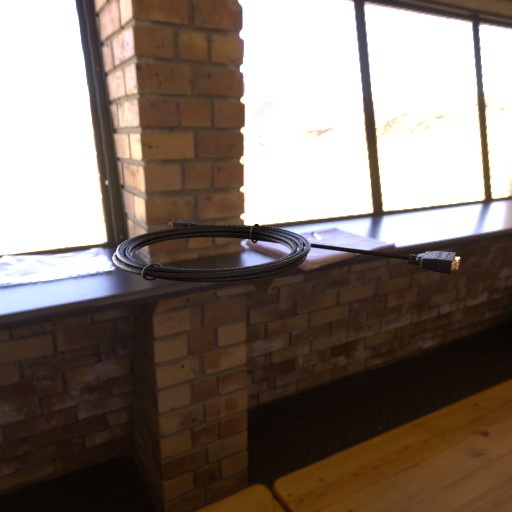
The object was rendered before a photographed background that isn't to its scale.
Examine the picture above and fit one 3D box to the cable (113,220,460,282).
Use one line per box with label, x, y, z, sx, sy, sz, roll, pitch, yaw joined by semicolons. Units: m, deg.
cable;0.000;0.000;0.521;0.422;0.030;0.257;8;17;28
